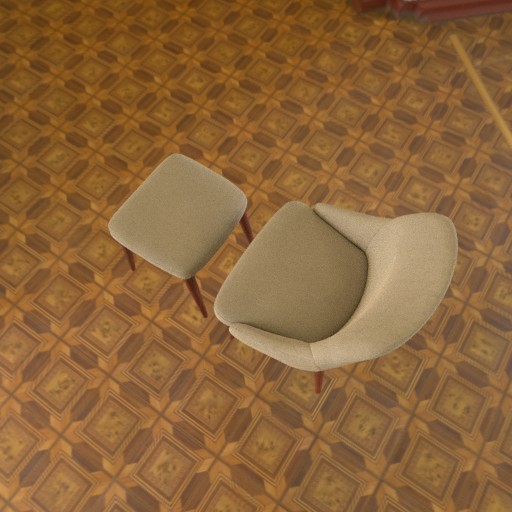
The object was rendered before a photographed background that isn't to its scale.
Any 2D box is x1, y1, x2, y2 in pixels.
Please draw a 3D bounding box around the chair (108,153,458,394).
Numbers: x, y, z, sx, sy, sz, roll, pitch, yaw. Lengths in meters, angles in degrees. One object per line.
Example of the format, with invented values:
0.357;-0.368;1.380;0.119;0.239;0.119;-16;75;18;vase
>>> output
0.000;0.000;1.602;1.114;0.866;0.584;31;68;14;chair
